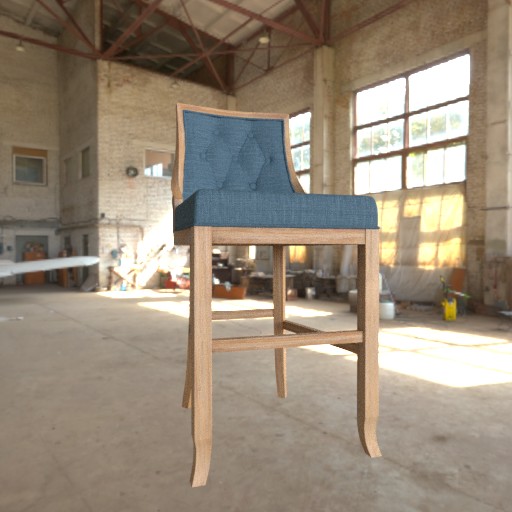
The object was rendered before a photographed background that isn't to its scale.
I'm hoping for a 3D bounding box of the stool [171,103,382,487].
[{"bbox_3d":[0.000,0.000,1.427,0.524,1.101,0.626,0,1,-18],"label":"stool"}]
